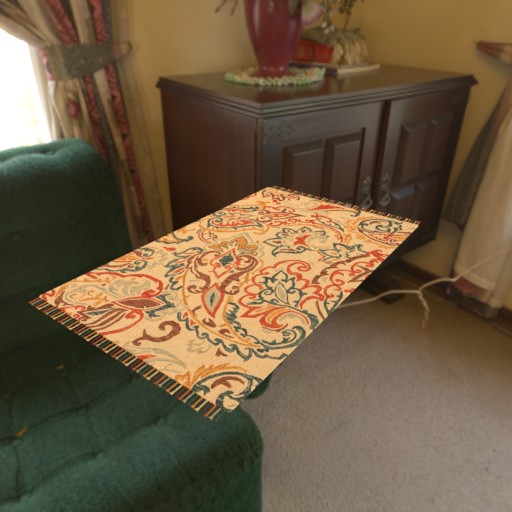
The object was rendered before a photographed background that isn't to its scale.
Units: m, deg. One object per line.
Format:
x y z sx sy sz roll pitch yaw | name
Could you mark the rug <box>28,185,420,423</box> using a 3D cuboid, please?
0.000 0.000 3.188 1.523 0.010 2.584 20 34 32 | rug
